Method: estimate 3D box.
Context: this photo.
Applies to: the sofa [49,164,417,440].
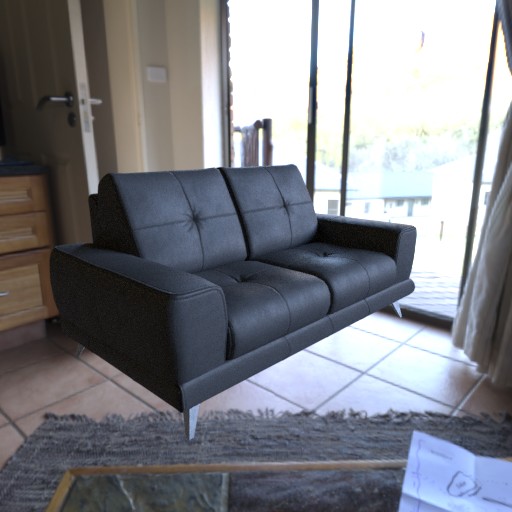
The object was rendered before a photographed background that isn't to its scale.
[{"bbox_3d":[0.000,0.000,2.358,1.018,0.907,1.806,13,20,42],"label":"sofa"}]
